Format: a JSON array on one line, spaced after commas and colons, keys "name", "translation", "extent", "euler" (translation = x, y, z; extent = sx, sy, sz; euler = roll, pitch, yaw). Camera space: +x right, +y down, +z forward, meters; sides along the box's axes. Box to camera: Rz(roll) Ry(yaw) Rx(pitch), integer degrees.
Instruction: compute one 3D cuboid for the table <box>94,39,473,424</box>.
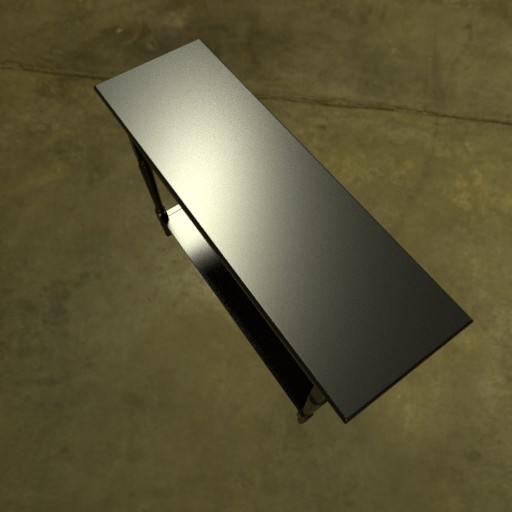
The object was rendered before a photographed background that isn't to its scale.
[{"name": "table", "translation": [0.000, 0.000, 1.546], "extent": [0.386, 0.819, 1.191], "euler": [-32, 67, -15]}]
